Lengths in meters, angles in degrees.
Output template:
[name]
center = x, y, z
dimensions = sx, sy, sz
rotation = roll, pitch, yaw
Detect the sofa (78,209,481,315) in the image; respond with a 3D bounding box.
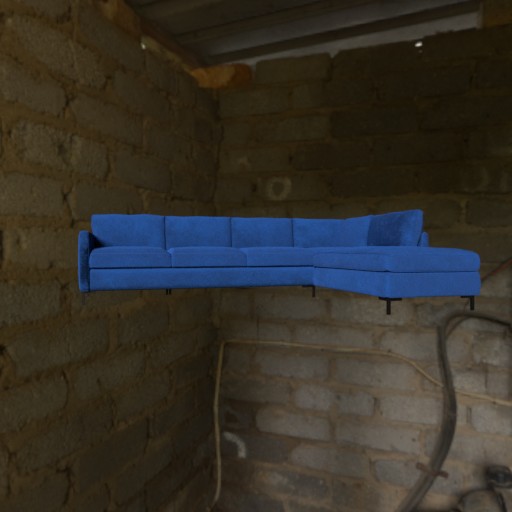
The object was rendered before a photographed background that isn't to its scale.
[sofa]
center = 0.000, 0.000, 3.243
dimensions = 2.486, 0.687, 1.707
rotation = 0, 1, -18
